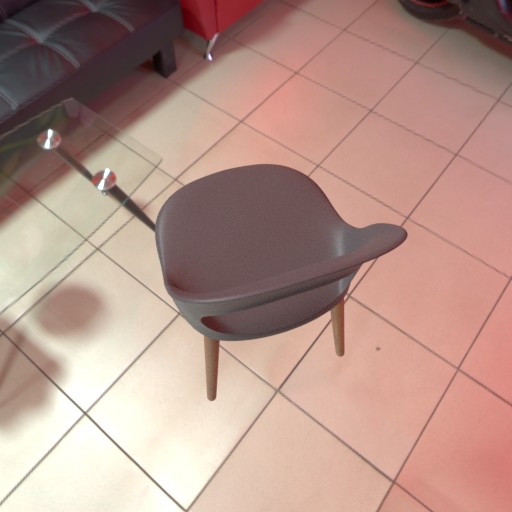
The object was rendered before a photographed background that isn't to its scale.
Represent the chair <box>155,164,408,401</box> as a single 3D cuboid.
[{"bbox_3d":[0.000,0.000,1.128,0.470,0.795,0.556,-16,62,-9],"label":"chair"}]
